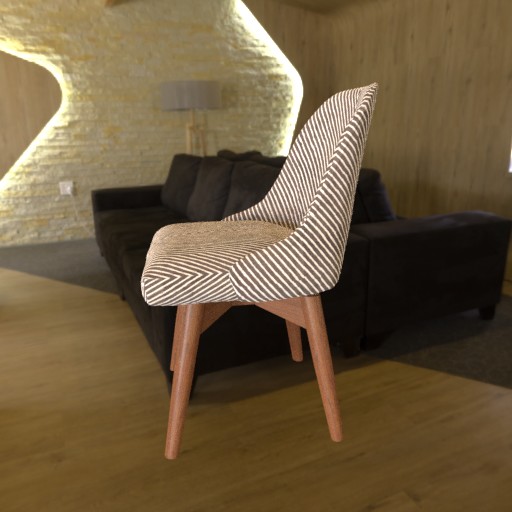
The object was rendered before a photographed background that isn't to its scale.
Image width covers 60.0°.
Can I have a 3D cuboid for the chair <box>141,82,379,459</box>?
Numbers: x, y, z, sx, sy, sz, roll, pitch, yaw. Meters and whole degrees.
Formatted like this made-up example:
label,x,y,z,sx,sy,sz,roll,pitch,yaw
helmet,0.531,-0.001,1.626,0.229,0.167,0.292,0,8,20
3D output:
label,x,y,z,sx,sy,sz,roll,pitch,yaw
chair,0.000,0.000,1.217,0.591,0.883,0.504,-2,16,-8
